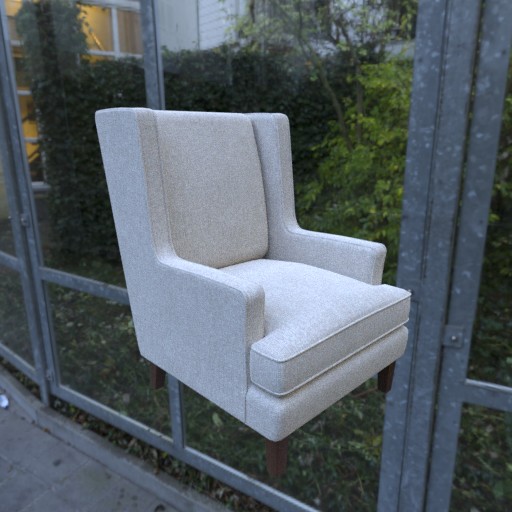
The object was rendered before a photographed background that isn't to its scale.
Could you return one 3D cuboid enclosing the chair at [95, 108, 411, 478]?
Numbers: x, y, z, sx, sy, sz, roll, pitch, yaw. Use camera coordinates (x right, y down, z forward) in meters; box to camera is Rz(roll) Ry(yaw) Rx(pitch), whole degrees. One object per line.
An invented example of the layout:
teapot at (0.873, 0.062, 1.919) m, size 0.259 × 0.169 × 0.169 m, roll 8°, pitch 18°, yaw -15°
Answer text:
chair at (0.000, 0.000, 1.707) m, size 0.764 × 1.082 × 0.948 m, roll -15°, pitch 22°, yaw -43°
